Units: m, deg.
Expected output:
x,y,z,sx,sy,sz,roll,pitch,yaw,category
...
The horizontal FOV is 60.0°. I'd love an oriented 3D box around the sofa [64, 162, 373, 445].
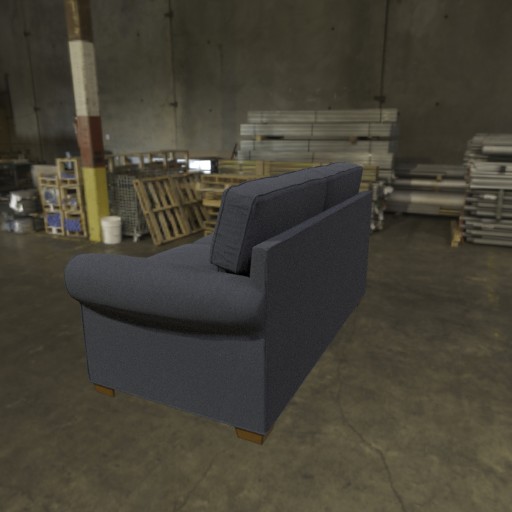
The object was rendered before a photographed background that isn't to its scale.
x,y,z,sx,sy,sz,roll,pitch,yaw,category
0.000,0.000,2.588,0.951,1.031,2.009,7,17,25,sofa
